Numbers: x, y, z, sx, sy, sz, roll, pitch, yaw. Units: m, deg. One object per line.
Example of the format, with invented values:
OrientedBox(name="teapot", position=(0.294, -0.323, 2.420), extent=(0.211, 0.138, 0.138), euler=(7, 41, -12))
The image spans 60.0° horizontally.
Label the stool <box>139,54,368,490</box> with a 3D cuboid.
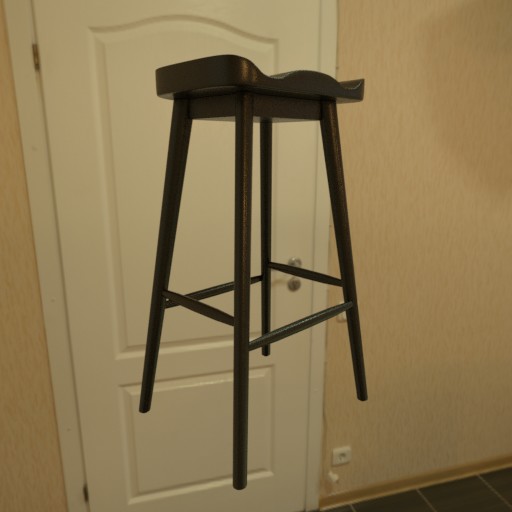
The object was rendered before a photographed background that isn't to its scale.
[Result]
OrientedBox(name="stool", position=(0.000, 0.000, 0.986), extent=(0.440, 0.749, 0.361), euler=(-14, 19, -43))
